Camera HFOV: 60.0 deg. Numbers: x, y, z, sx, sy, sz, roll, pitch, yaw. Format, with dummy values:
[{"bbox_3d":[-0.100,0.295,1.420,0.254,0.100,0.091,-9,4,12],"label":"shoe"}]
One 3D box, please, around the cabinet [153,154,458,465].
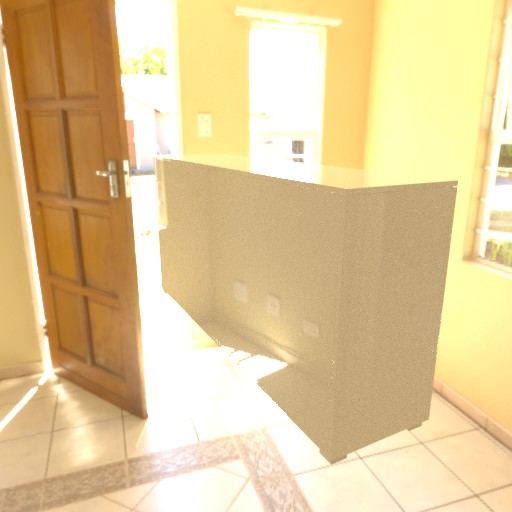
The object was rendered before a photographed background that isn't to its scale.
[{"bbox_3d":[0.000,0.000,1.960,0.400,0.800,1.650,-8,18,-27],"label":"cabinet"}]
